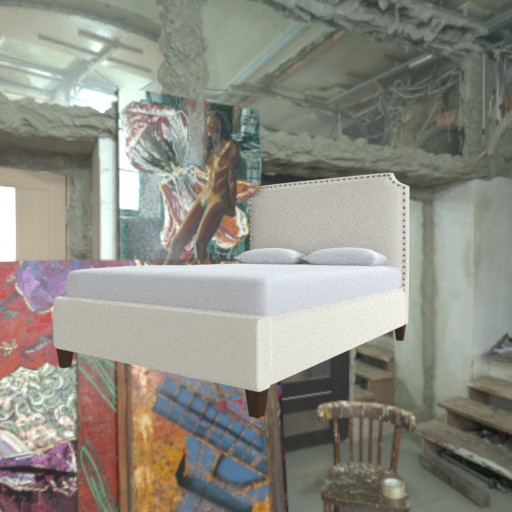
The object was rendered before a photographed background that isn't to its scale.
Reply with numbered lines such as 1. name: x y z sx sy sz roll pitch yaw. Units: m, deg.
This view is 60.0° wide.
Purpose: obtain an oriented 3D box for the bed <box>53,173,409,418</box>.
1. bed: 0.000 0.000 3.461 1.712 1.497 2.372 0 0 35
